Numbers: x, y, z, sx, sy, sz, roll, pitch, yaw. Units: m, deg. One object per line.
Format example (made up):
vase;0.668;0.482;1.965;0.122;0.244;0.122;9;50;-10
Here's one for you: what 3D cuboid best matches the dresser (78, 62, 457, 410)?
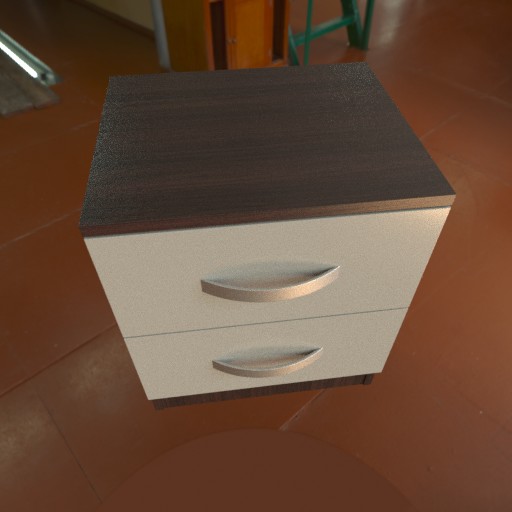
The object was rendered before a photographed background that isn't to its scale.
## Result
dresser;0.000;0.000;0.739;0.400;0.470;0.360;-5;47;-5
